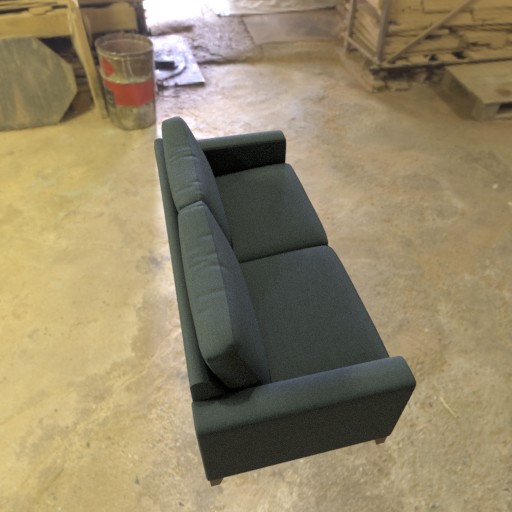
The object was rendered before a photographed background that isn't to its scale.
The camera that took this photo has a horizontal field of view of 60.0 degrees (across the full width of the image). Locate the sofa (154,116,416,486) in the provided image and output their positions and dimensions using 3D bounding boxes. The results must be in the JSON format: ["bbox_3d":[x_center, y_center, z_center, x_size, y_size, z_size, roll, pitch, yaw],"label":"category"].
[{"bbox_3d":[0.000,0.000,2.350,0.877,0.865,1.900,-10,47,-9],"label":"sofa"}]
